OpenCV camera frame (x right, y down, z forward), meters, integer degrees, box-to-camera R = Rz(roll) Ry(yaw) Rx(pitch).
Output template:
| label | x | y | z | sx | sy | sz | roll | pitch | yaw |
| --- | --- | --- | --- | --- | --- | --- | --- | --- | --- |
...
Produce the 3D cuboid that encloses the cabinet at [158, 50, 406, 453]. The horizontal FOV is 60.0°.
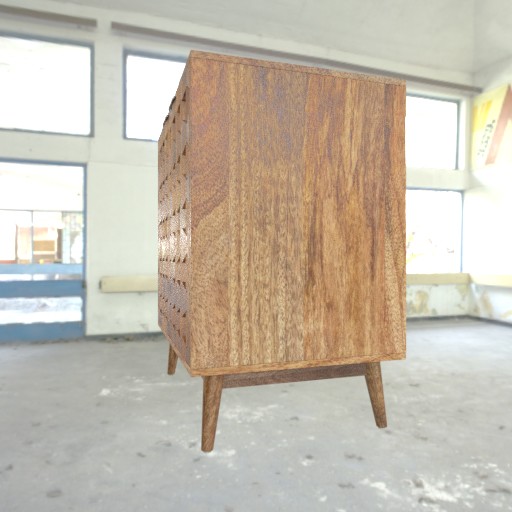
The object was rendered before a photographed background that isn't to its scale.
| label | x | y | z | sx | sy | sz | roll | pitch | yaw |
| --- | --- | --- | --- | --- | --- | --- | --- | --- | --- |
| cabinet | 0.000 | 0.000 | 1.190 | 0.473 | 0.758 | 0.647 | 0 | 0 | -18 |
